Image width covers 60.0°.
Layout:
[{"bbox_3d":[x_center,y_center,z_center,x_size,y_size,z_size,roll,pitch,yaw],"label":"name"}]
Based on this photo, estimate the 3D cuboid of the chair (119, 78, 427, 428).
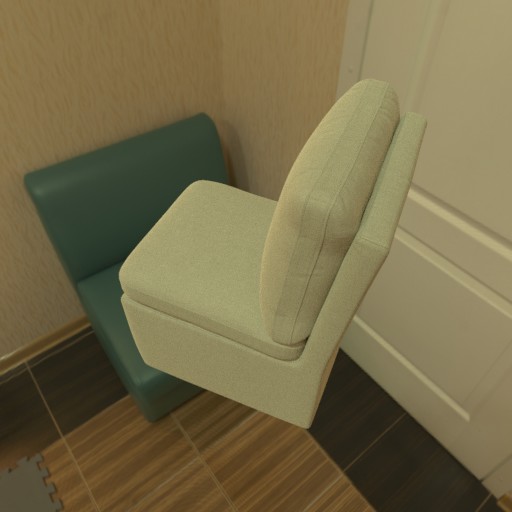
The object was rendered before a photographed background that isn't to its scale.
[{"bbox_3d":[0.000,0.000,1.279,0.698,0.927,0.503,17,49,15],"label":"chair"}]
